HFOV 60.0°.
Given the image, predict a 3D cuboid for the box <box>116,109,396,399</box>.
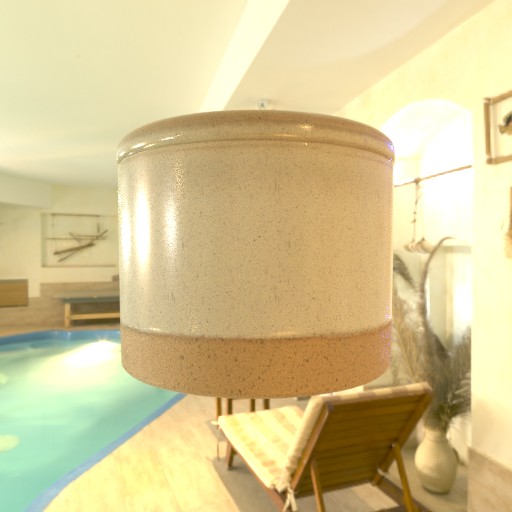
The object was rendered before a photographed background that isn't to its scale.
[{"bbox_3d":[0.000,0.000,0.256,0.154,0.123,0.154,0,0,0],"label":"box"}]
